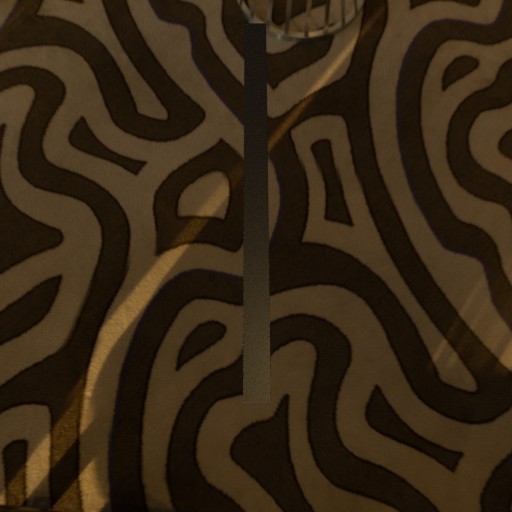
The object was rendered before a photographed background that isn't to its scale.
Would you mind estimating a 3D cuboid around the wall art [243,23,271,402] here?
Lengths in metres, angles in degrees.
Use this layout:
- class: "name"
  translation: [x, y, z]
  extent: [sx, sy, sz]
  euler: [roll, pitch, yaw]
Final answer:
- class: "wall art"
  translation: [0.000, 0.000, 0.769]
  extent: [0.028, 0.557, 0.457]
  euler: [0, 74, 0]
